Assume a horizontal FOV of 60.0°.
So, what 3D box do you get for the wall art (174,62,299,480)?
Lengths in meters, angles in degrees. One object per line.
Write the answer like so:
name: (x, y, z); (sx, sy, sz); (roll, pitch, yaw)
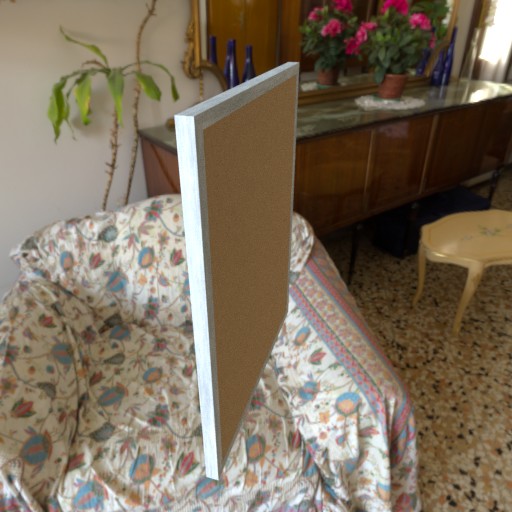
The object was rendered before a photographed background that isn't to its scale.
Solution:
wall art: (0.000, 0.000, 0.783); (0.022, 0.582, 0.479); (9, 31, 15)
